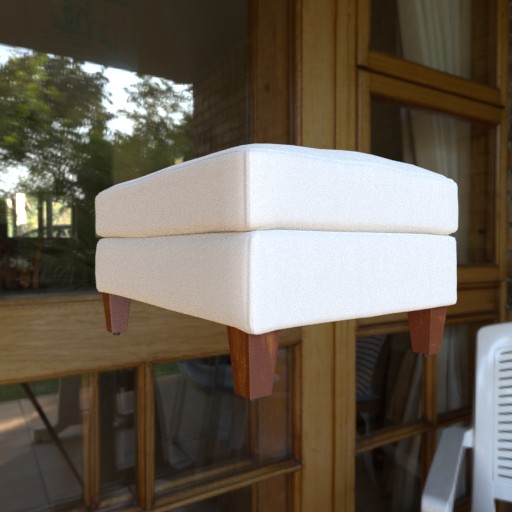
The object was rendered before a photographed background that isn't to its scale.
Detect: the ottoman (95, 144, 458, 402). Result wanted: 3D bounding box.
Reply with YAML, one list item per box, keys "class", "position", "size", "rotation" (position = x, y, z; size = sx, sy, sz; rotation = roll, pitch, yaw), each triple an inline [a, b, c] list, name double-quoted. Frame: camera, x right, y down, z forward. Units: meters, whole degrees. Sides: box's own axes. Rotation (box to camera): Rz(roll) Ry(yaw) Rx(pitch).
- class: "ottoman"
  position: [0.000, 0.000, 1.192]
  size: [0.634, 0.479, 0.818]
  rotation: [-1, 2, -36]
